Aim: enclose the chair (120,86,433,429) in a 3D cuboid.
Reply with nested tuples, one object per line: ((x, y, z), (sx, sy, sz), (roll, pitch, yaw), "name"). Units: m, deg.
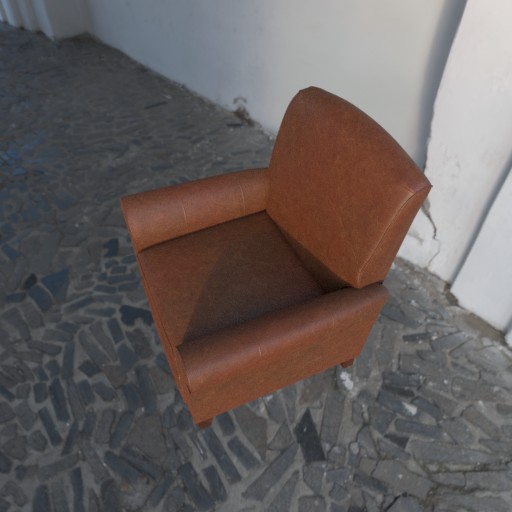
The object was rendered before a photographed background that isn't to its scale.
((0.000, 0.000, 1.804), (0.902, 1.061, 0.978), (-18, 48, -17), "chair")
